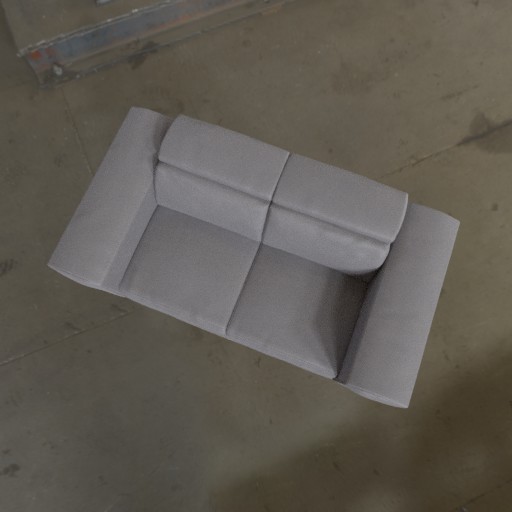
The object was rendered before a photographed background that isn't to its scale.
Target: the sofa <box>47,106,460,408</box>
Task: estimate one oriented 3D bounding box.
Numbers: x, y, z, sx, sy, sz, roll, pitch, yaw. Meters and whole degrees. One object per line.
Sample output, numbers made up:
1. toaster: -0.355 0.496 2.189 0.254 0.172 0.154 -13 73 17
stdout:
1. sofa: 0.000 0.000 2.460 1.895 0.779 1.003 21 75 6
